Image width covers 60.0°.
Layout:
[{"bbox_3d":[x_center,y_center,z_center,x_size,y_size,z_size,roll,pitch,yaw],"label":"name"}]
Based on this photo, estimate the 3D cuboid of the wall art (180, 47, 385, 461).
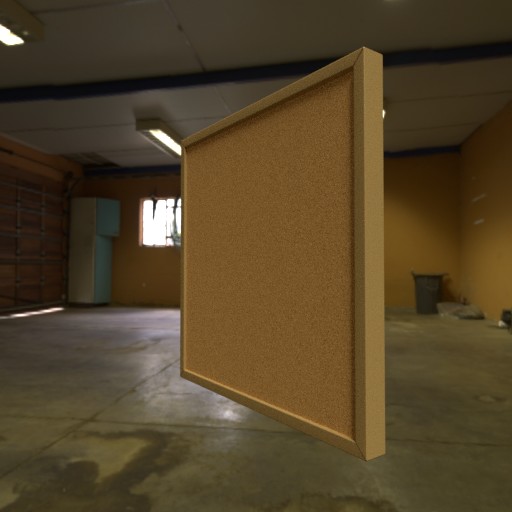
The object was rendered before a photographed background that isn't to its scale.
[{"bbox_3d":[0.000,0.000,0.760,0.036,0.509,0.509,1,-2,-36],"label":"wall art"}]
